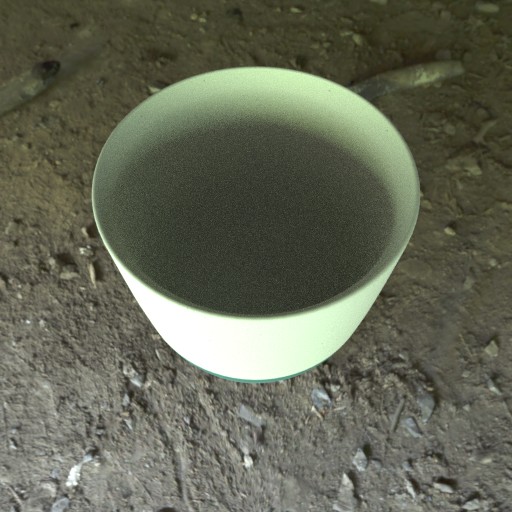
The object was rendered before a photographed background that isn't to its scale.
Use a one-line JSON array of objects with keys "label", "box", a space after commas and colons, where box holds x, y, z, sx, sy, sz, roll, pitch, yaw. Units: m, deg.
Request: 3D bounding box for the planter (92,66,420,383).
[{"label": "planter", "box": [0.000, 0.000, 0.371, 0.204, 0.214, 0.204, 0, 60, 0]}]
